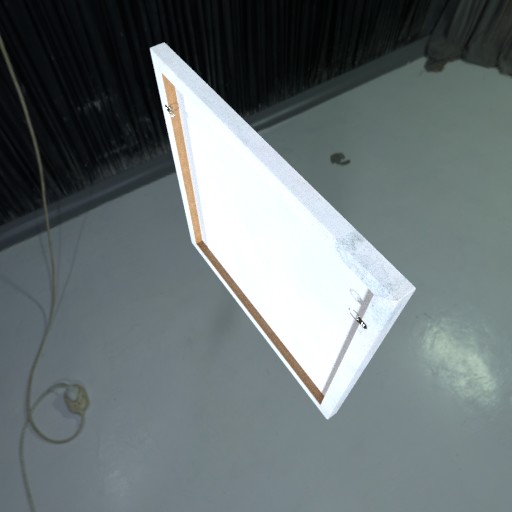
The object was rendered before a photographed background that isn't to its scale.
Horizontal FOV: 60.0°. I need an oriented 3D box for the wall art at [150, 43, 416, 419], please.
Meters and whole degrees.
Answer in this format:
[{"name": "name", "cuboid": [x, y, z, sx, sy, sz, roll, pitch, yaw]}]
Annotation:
[{"name": "wall art", "cuboid": [0.000, 0.000, 1.135, 0.041, 0.762, 0.762, -31, 63, -18]}]
